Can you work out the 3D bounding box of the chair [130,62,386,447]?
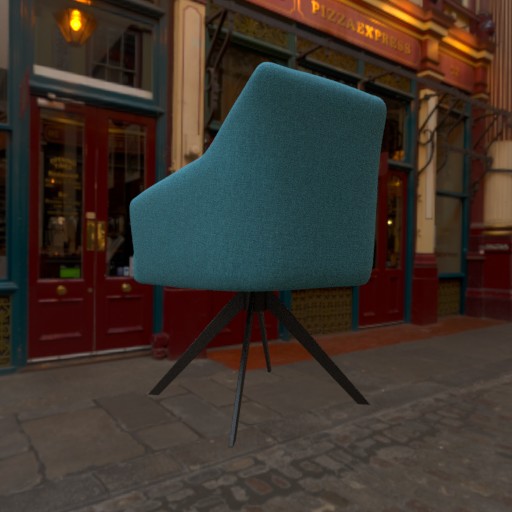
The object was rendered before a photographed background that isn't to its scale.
[{"bbox_3d":[0.000,0.000,1.349,0.642,0.874,0.677,0,0,-36],"label":"chair"}]
